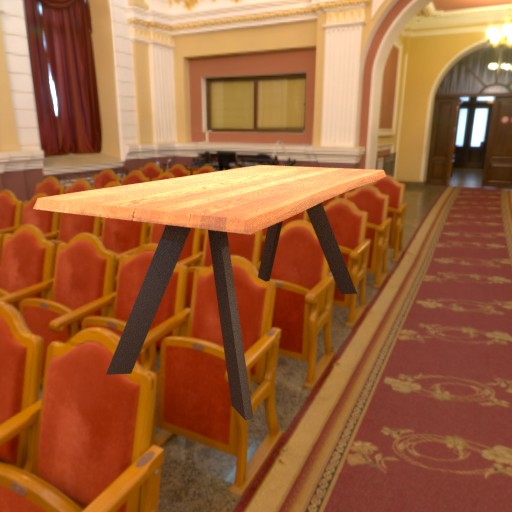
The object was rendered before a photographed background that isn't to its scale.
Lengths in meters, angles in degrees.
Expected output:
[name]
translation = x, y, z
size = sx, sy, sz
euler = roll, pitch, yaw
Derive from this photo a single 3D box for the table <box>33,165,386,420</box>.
[table]
translation = 0.000, 0.000, 2.277
size = 0.900, 0.770, 1.800
euler = 8, 18, 26
